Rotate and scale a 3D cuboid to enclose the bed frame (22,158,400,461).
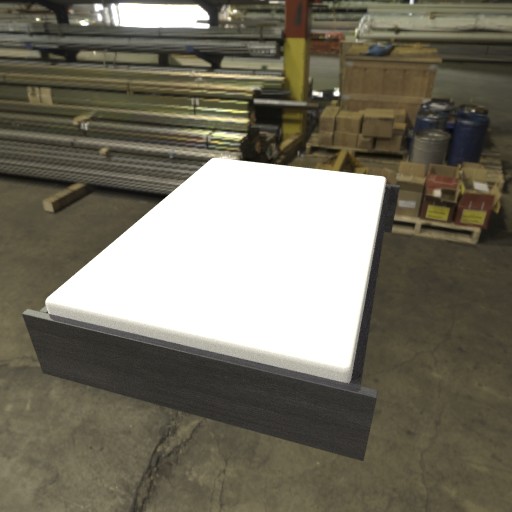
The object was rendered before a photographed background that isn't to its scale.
[{"bbox_3d":[0.000,0.000,2.575,1.490,0.432,1.950,10,33,15],"label":"bed frame"}]
